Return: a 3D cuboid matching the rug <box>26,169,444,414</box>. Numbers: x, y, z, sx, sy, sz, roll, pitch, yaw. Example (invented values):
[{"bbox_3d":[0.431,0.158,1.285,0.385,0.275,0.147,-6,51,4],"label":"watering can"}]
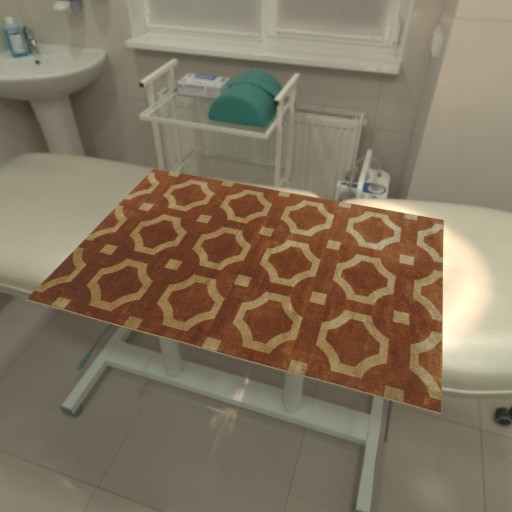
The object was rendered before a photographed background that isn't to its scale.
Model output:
[{"bbox_3d":[0.000,0.000,2.839,2.286,0.016,1.555,12,43,13],"label":"rug"}]
